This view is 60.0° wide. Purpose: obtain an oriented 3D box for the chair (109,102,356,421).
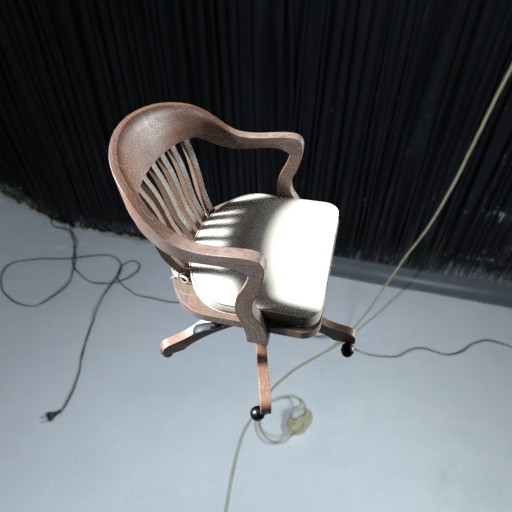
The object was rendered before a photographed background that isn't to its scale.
[{"bbox_3d":[0.000,0.000,1.490,0.788,0.878,0.750,10,47,10],"label":"chair"}]
